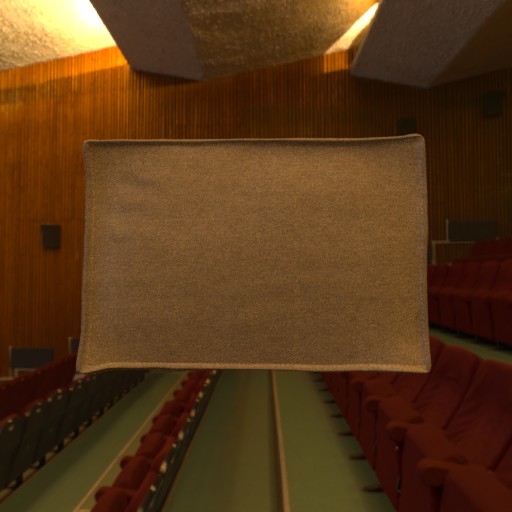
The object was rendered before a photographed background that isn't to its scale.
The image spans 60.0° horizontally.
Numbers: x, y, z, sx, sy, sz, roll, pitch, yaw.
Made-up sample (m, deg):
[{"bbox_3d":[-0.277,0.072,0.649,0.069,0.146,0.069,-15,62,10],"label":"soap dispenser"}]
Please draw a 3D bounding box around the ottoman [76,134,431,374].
[{"bbox_3d":[0.000,0.000,1.166,0.696,0.470,0.707,0,-2,0],"label":"ottoman"}]
